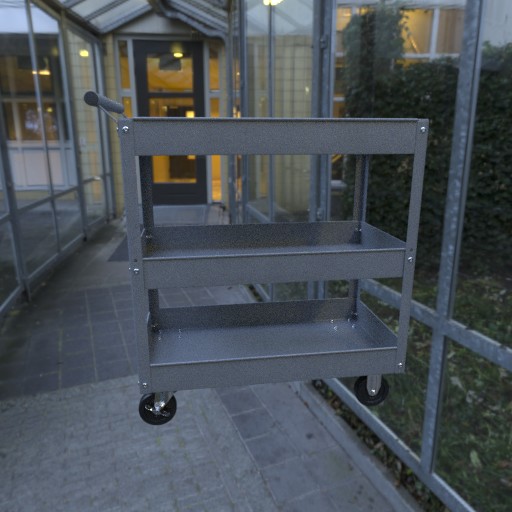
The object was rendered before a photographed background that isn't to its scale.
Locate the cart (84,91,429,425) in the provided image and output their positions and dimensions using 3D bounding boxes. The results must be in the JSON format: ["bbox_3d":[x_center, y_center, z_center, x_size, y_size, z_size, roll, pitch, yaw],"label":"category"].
[{"bbox_3d":[0.000,0.000,1.171,0.719,0.780,0.366,-2,16,-8],"label":"cart"}]
